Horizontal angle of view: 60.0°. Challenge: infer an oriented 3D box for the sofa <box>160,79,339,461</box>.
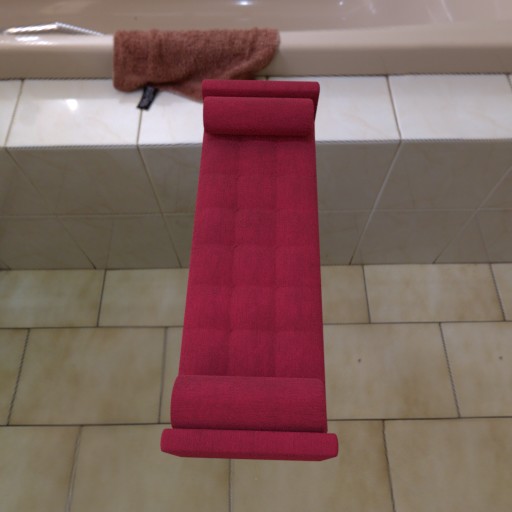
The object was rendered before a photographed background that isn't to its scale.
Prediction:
[{"bbox_3d":[0.000,0.000,2.385,0.686,0.635,1.981,1,63,1],"label":"sofa"}]
